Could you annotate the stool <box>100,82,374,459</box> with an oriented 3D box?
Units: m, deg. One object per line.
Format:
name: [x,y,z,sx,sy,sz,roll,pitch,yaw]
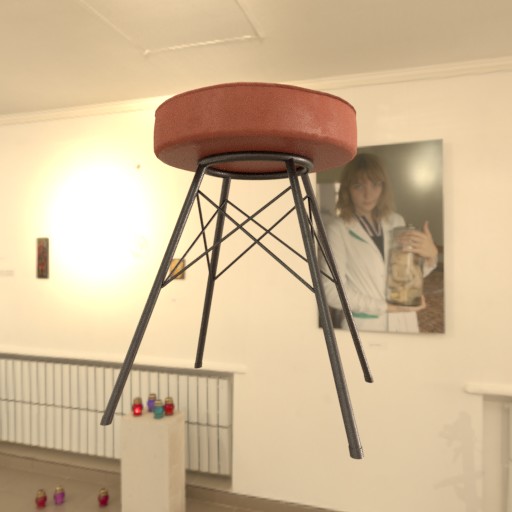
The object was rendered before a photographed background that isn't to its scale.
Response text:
stool: [0.000,0.000,0.913,0.457,0.593,0.421,0,1,17]
